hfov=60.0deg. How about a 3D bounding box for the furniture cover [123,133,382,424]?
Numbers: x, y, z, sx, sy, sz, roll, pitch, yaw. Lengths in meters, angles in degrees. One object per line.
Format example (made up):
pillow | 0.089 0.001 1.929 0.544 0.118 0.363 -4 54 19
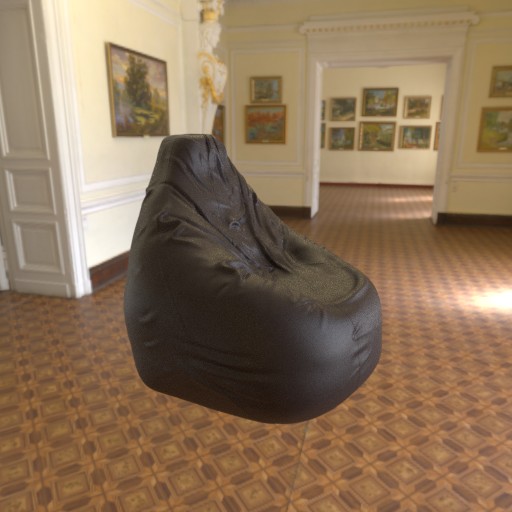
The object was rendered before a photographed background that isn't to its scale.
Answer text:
furniture cover | 0.000 0.000 1.857 1.070 0.990 1.070 8 17 27
